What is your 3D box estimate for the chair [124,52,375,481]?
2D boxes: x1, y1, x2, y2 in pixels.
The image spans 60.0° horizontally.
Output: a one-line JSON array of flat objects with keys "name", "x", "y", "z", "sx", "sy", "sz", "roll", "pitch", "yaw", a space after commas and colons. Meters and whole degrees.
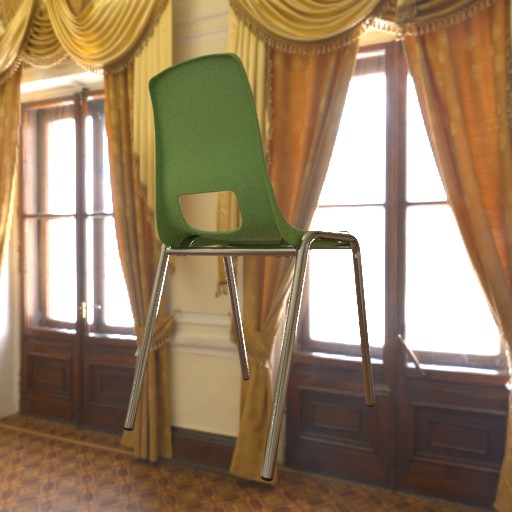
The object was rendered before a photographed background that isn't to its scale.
[{"name": "chair", "x": 0.000, "y": 0.000, "z": 0.963, "sx": 0.381, "sy": 0.704, "sz": 0.436, "roll": 1, "pitch": 1, "yaw": 35}]
